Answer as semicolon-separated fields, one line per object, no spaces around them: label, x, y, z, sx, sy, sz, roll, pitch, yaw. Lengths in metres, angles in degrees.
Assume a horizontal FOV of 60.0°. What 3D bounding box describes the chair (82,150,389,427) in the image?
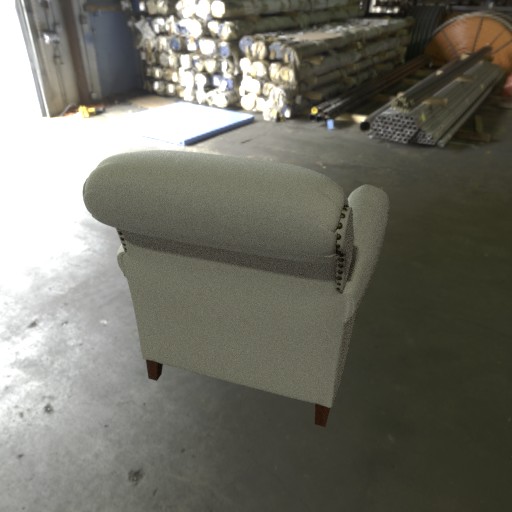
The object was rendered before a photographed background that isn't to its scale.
chair;0.000;0.000;1.591;0.854;0.927;0.890;10;33;16
